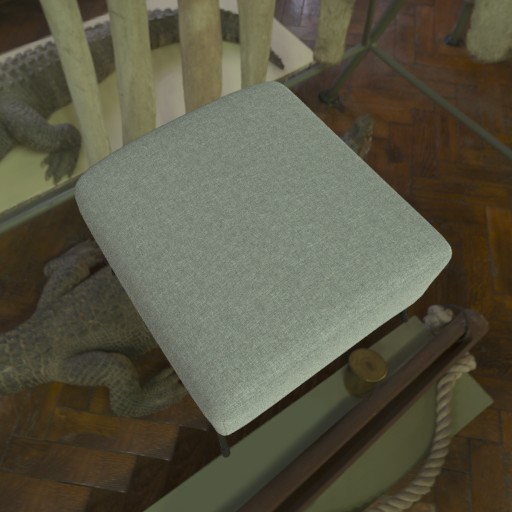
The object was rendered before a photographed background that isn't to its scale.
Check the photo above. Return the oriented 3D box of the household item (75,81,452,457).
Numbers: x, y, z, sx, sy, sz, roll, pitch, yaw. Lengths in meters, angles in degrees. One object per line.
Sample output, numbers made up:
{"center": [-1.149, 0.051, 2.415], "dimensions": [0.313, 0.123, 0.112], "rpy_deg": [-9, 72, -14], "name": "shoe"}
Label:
{"center": [0.000, 0.000, 0.912], "dimensions": [0.530, 0.410, 0.530], "rpy_deg": [-32, 66, -16], "name": "household item"}
